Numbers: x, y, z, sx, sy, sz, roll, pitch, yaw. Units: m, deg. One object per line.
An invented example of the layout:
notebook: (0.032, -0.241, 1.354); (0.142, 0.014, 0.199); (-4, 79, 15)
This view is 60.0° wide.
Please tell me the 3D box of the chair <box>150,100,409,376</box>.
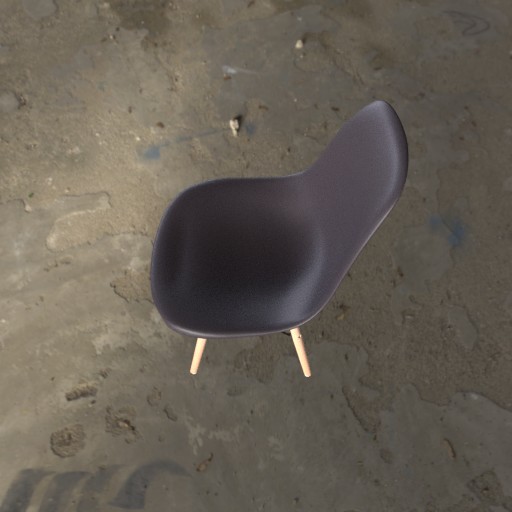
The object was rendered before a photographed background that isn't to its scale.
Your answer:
chair: (0.000, 0.000, 1.140); (0.533, 0.825, 0.470); (0, 59, 0)
